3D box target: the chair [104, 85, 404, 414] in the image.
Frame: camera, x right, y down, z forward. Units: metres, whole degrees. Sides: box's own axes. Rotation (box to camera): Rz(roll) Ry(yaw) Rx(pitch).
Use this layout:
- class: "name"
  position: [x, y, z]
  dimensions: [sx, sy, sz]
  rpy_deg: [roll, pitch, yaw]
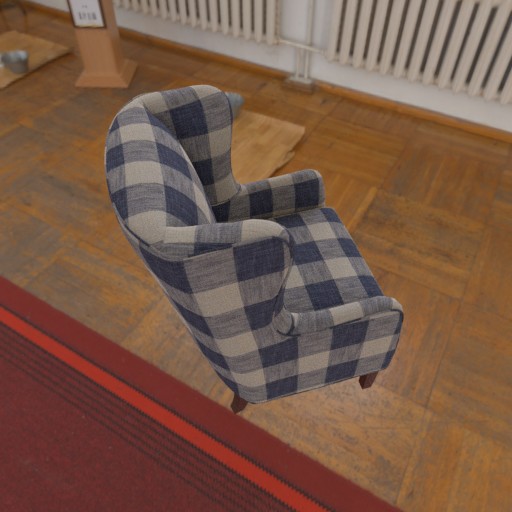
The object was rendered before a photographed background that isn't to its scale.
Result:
- class: "chair"
  position: [0.000, 0.000, 1.691]
  dimensions: [0.889, 1.041, 0.830]
  rpy_deg: [-11, 47, -10]
